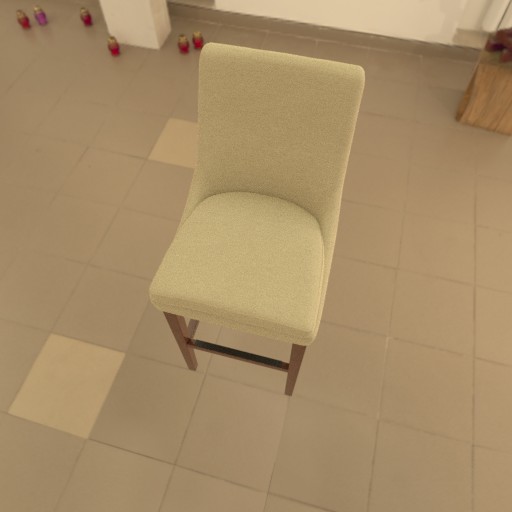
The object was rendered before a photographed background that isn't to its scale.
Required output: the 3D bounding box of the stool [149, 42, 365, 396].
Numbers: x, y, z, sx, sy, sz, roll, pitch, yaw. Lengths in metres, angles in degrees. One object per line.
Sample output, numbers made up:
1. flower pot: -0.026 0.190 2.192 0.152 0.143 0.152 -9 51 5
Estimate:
1. stool: 0.000 0.000 1.412 0.470 1.078 0.577 13 59 8
